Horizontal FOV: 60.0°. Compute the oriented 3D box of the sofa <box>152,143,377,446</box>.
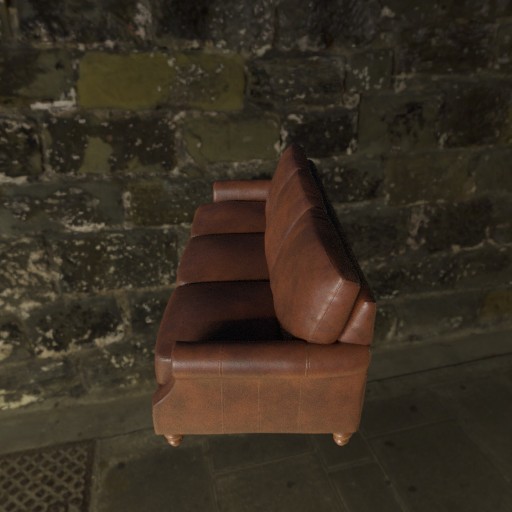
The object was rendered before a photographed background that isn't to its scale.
[{"bbox_3d":[0.000,0.000,2.848,0.973,0.977,2.351,0,27,0],"label":"sofa"}]
